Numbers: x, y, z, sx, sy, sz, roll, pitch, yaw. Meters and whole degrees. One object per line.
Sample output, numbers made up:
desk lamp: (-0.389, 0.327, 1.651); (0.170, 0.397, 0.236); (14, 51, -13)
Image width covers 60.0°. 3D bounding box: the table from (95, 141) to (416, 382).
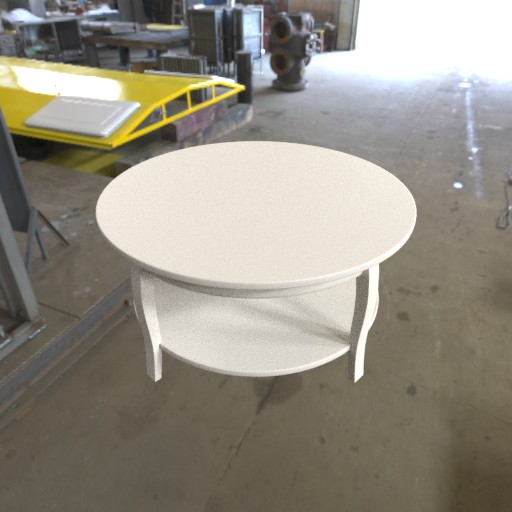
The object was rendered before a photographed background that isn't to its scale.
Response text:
table: (0.000, 0.000, 1.436); (0.910, 0.457, 0.910); (0, 33, 0)
